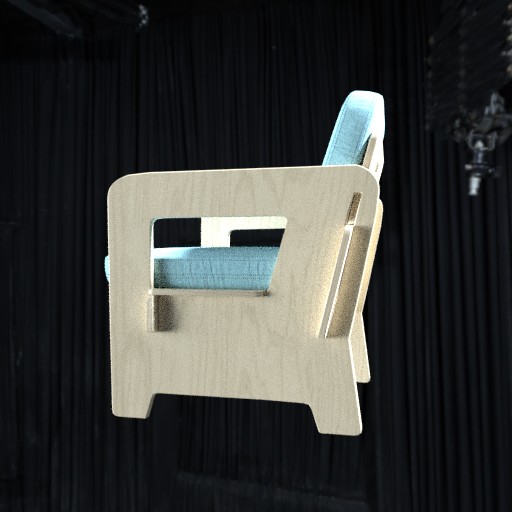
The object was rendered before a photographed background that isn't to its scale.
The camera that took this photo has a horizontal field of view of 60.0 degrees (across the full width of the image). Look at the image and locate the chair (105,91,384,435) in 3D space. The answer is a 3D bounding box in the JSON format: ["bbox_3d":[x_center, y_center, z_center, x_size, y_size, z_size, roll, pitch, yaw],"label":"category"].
[{"bbox_3d":[0.000,0.000,1.281,0.710,0.800,0.590,0,0,17],"label":"chair"}]
